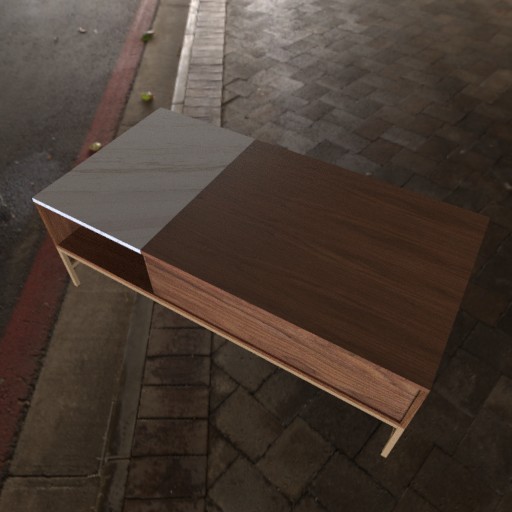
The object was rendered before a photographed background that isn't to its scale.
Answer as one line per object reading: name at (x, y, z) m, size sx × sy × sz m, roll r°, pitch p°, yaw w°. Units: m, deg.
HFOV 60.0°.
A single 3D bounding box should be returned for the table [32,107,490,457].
table at (0.000, 0.000, 1.887) m, size 1.553 × 0.551 × 0.789 m, roll 24°, pitch 52°, yaw 20°
